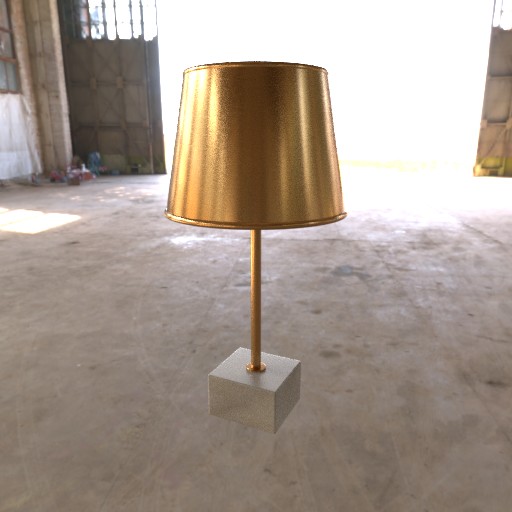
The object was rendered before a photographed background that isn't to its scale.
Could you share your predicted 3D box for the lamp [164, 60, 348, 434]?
[{"bbox_3d":[0.000,0.000,0.527,0.208,0.406,0.208,0,15,0],"label":"lamp"}]
